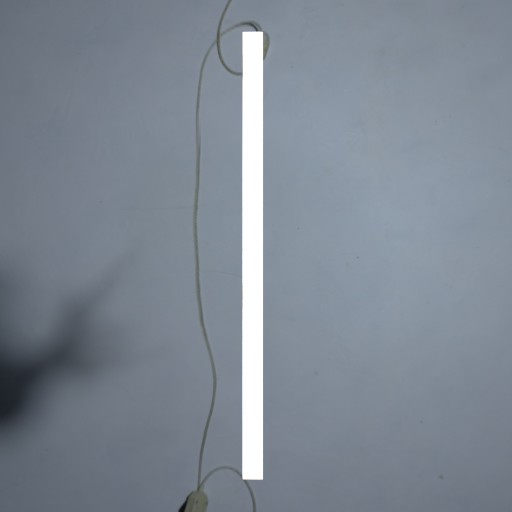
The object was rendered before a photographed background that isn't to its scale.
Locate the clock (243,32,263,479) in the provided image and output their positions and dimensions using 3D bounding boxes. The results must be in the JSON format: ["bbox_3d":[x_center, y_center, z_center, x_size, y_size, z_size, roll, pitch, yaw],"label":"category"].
[{"bbox_3d":[0.000,0.000,1.051,0.032,0.705,0.705,0,90,1],"label":"clock"}]
